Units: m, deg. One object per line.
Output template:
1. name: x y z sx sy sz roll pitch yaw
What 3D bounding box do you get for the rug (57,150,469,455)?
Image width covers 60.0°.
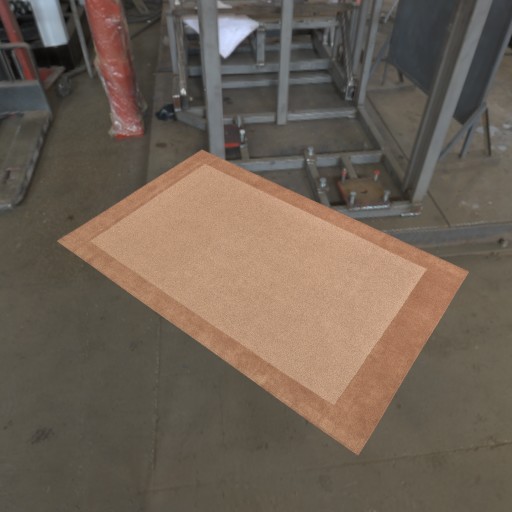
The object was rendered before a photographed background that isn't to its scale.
1. rug: 0.000 0.000 3.083 2.438 0.014 1.524 29 52 25
